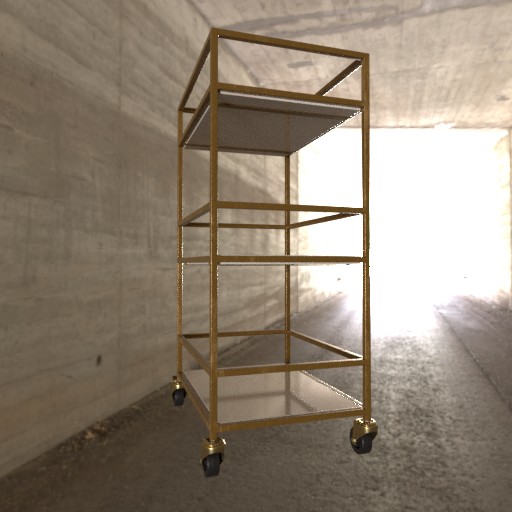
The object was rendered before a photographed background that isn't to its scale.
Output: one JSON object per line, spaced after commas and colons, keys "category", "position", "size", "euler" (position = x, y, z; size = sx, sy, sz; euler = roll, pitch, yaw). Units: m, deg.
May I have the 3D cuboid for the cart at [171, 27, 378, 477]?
{"category": "cart", "position": [0.000, 0.000, 1.002], "size": [0.332, 0.761, 0.483], "euler": [0, -1, -18]}
